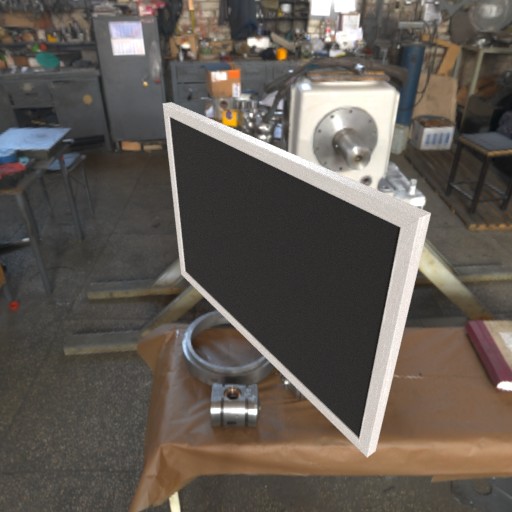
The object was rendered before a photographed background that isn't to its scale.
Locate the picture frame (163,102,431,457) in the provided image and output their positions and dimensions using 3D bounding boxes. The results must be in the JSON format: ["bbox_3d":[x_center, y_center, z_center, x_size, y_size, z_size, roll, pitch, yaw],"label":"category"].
[{"bbox_3d":[0.000,0.000,1.221,0.029,0.640,0.950,-21,38,-30],"label":"picture frame"}]
